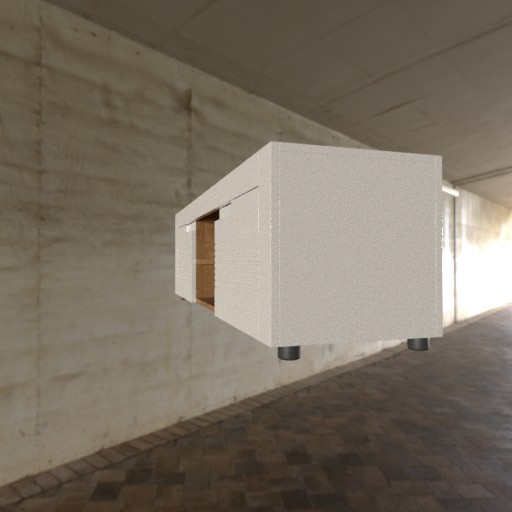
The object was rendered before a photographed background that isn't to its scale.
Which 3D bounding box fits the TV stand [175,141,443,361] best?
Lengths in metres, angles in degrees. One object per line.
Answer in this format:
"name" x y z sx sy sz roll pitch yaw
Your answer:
"TV stand" 0.000 0.000 1.653 0.410 0.440 1.500 0 -1 -17
